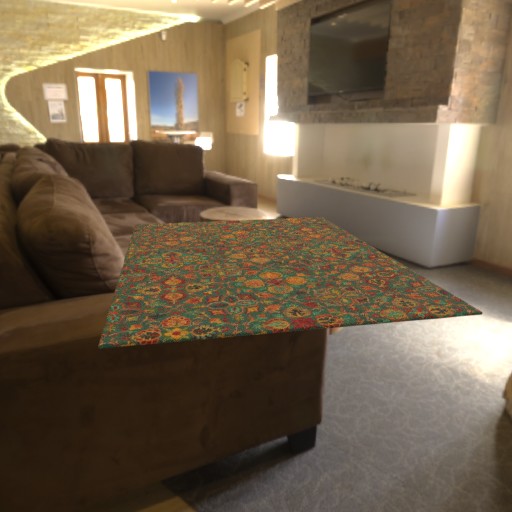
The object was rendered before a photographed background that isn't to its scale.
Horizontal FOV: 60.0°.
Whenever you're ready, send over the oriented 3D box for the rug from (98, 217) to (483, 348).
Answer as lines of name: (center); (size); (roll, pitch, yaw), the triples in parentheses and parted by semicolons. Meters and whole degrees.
rug: (0.000, 0.000, 4.209); (2.434, 0.025, 3.204); (-3, 17, -11)
